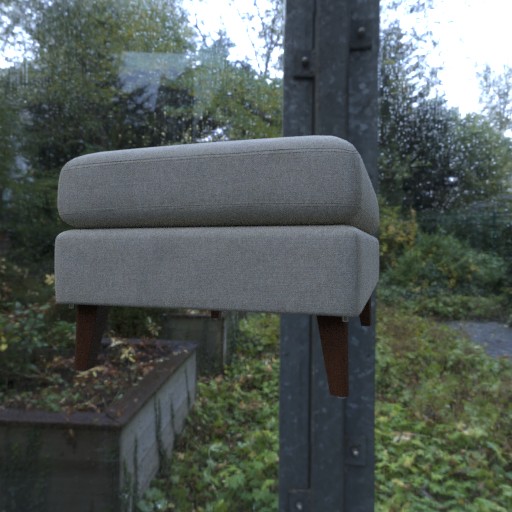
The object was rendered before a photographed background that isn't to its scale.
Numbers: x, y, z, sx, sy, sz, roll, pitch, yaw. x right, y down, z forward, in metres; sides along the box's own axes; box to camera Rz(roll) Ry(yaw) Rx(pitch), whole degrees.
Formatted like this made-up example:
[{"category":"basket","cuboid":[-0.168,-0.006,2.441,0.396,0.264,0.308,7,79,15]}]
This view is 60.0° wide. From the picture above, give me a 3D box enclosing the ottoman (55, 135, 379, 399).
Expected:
[{"category":"ottoman","cuboid":[0.000,0.000,1.188,0.610,0.478,0.823,0,1,18]}]
